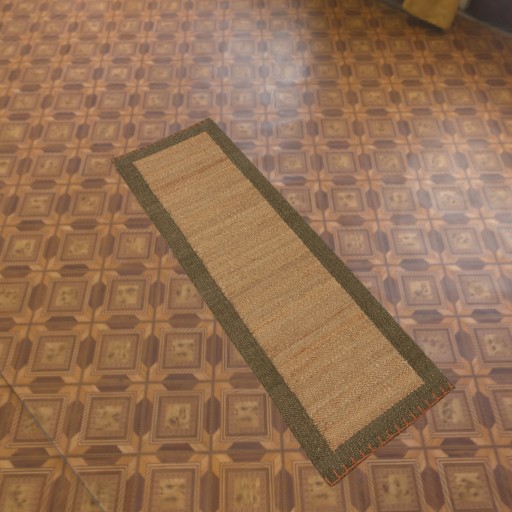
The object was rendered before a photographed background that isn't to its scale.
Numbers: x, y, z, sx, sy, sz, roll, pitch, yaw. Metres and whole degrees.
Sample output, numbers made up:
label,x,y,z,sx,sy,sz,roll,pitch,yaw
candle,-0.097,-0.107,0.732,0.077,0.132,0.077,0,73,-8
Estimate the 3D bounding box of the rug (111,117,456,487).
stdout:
label,x,y,z,sx,sy,sz,roll,pitch,yaw
rug,0.000,0.000,2.630,0.810,0.016,2.413,-29,62,-17
